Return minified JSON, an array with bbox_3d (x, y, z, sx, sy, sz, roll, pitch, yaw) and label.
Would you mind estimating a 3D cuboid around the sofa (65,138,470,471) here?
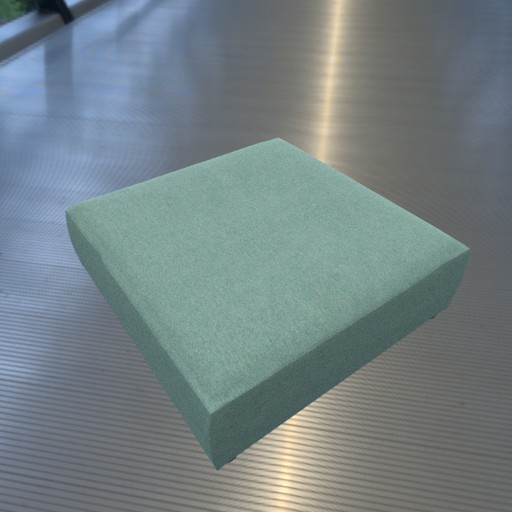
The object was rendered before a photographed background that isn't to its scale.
[{"bbox_3d":[0.000,0.000,1.468,0.930,0.330,0.930,-25,47,-27],"label":"sofa"}]
